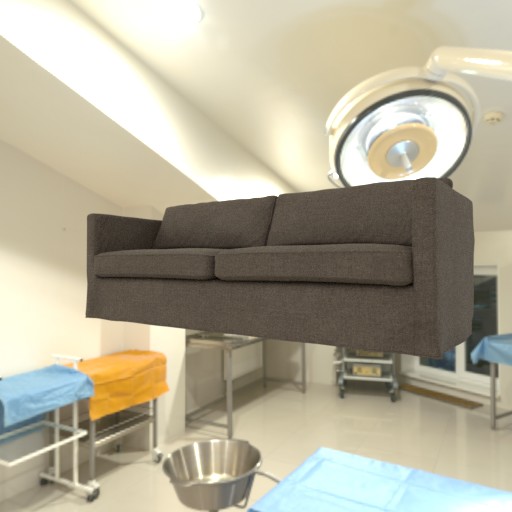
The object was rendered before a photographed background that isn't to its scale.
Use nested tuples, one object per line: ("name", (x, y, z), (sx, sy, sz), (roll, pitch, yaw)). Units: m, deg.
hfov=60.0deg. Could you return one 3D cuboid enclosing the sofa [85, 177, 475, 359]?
("sofa", (0.000, 0.000, 3.243), (2.779, 0.998, 1.036), (-1, -1, 35))
